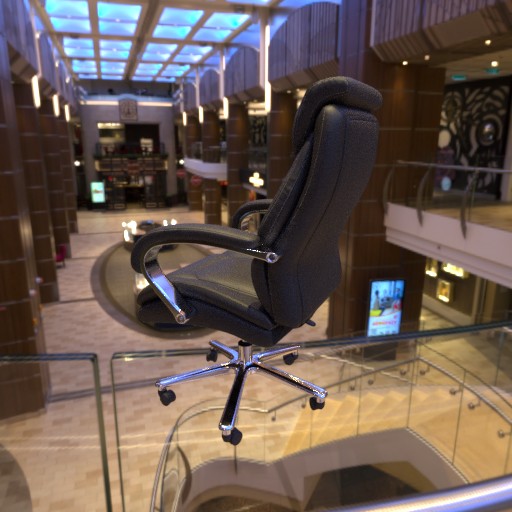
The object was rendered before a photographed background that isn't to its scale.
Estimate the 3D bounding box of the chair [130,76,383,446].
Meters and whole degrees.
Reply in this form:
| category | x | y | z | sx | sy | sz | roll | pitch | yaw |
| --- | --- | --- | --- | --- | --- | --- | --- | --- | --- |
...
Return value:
| category | x | y | z | sx | sy | sz | roll | pitch | yaw |
| --- | --- | --- | --- | --- | --- | --- | --- | --- | --- |
| chair | 0.000 | 0.000 | 1.666 | 0.790 | 1.183 | 0.755 | 7 | 16 | 25 |
